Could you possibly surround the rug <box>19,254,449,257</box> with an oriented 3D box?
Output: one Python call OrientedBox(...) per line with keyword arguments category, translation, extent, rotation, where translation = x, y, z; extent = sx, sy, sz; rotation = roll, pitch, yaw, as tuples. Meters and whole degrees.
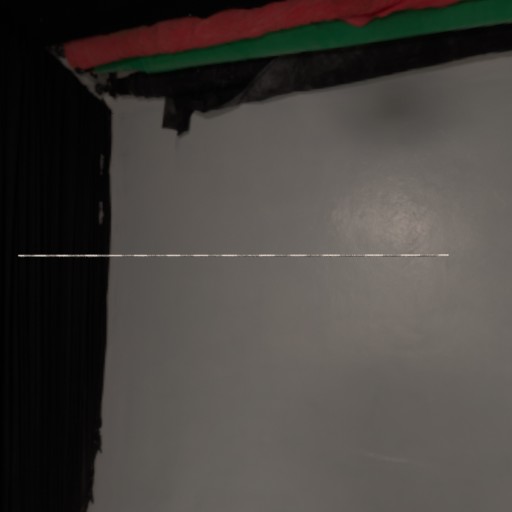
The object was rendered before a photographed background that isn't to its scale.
OrientedBox(category="rug", translation=(0.000, 0.000, 4.073), extent=(3.021, 0.013, 2.432), rotation=(0, 0, 17))
